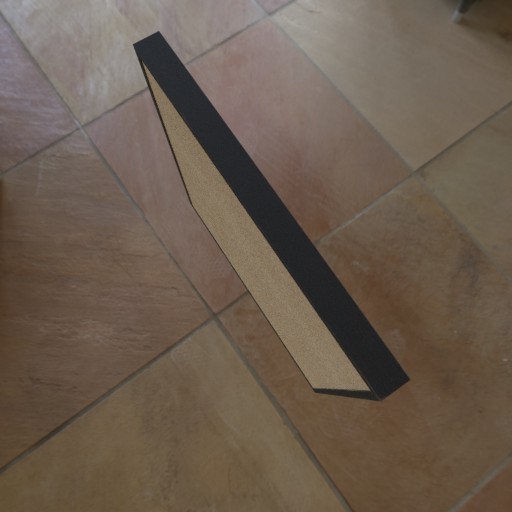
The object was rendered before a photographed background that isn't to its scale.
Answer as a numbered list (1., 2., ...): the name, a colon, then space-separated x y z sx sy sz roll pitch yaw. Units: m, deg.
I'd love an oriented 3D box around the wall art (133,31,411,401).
1. wall art: 0.000 0.000 0.742 0.038 0.508 0.508 -32 76 -9
